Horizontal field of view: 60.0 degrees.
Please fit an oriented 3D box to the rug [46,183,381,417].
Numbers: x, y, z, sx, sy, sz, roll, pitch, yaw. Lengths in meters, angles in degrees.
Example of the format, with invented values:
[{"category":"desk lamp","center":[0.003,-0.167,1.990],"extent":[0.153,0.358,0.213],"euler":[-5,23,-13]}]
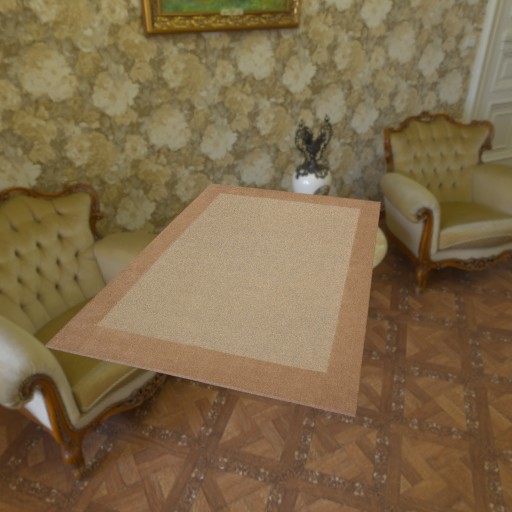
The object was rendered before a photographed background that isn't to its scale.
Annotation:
[{"category":"rug","center":[0.000,0.000,2.372],"extent":[1.219,0.014,1.829],"euler":[8,31,14]}]
